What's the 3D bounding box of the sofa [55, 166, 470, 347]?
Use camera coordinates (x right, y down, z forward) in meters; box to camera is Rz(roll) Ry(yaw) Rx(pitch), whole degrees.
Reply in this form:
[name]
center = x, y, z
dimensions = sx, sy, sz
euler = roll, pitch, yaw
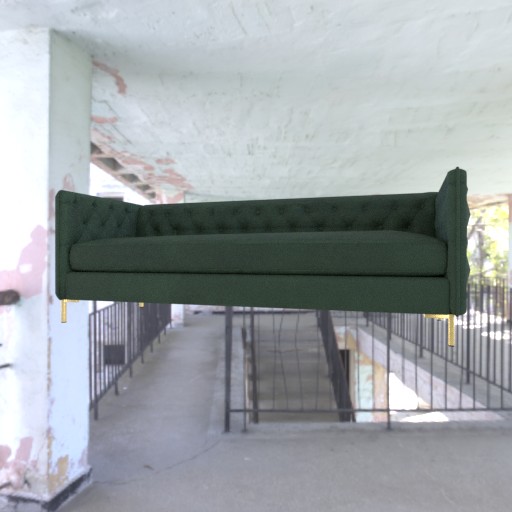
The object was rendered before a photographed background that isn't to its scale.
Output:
[sofa]
center = 0.000, 0.000, 2.610
dimensions = 2.209, 0.771, 0.895
euler = 0, 0, 19
